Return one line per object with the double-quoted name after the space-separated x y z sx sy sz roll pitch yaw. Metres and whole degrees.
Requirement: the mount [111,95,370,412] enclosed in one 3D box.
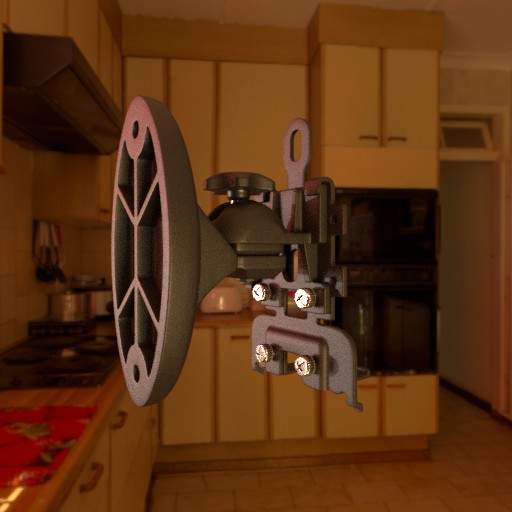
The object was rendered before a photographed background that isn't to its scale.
0.000 0.000 0.179 0.100 0.118 0.066 -1 1 -36 "mount"
